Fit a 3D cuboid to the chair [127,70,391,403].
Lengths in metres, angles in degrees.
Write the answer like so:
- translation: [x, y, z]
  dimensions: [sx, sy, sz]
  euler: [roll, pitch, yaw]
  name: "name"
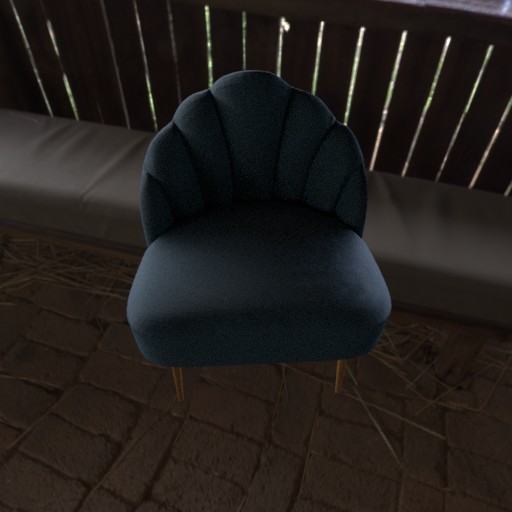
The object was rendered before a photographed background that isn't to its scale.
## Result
- translation: [0.000, 0.000, 1.272]
  dimensions: [0.657, 0.819, 0.599]
  euler: [-2, 47, -2]
  name: "chair"
